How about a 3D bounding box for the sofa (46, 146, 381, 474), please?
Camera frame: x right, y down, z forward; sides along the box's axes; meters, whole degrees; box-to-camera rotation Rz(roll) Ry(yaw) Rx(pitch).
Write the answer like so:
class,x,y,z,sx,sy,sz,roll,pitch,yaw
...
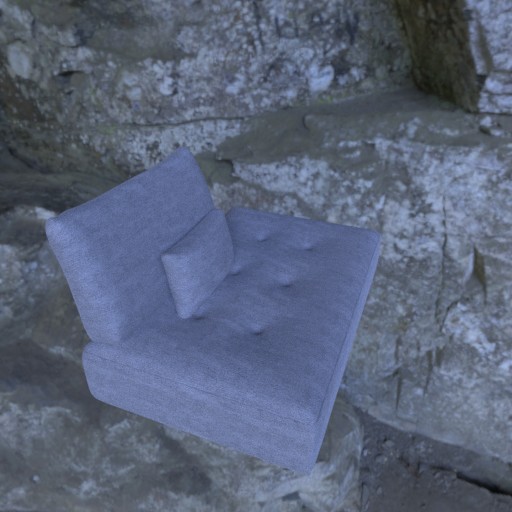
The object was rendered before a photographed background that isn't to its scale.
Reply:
class,x,y,z,sx,sy,sz,roll,pitch,yaw
sofa,0.000,0.000,2.055,1.002,0.820,1.450,12,33,19
